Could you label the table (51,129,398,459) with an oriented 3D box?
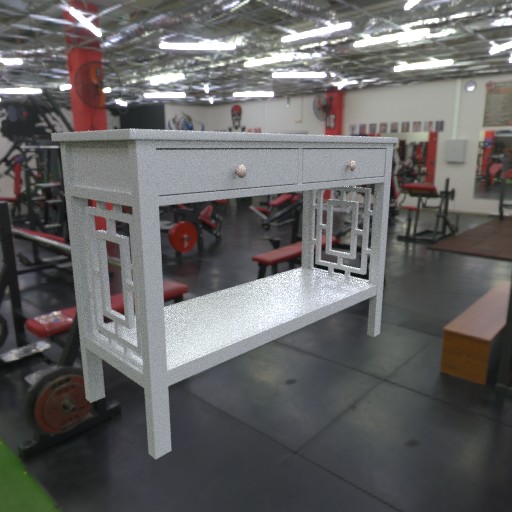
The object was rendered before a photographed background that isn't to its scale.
[{"bbox_3d":[0.000,0.000,1.438,0.397,0.753,1.068,13,19,43],"label":"table"}]
